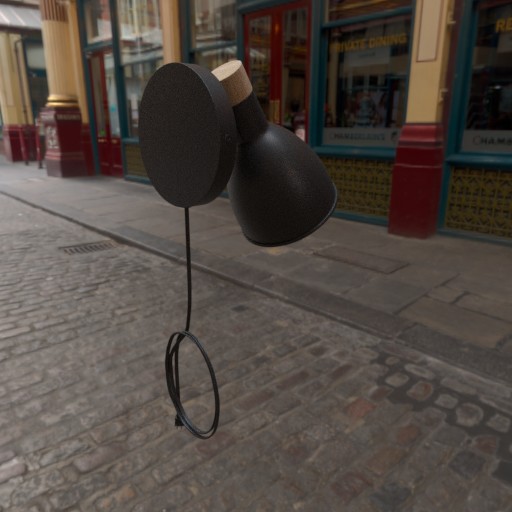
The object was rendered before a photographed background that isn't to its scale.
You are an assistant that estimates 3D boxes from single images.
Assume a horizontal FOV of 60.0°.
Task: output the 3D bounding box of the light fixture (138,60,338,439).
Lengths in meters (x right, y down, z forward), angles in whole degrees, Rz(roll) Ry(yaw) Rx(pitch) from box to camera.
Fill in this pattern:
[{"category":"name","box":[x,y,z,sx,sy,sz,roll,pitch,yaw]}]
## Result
[{"category":"light fixture","box":[0.000,0.000,0.499,0.203,0.401,0.127,-15,21,-42]}]
